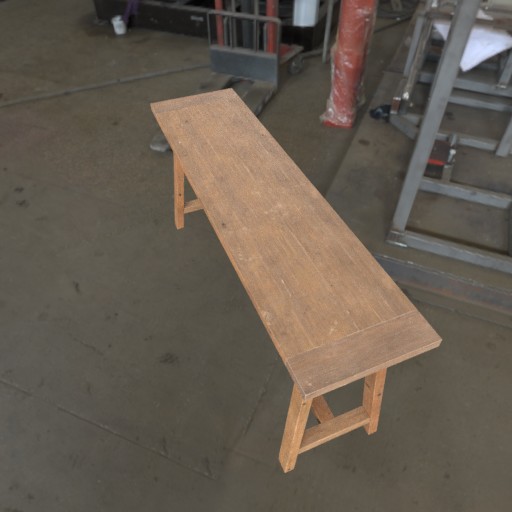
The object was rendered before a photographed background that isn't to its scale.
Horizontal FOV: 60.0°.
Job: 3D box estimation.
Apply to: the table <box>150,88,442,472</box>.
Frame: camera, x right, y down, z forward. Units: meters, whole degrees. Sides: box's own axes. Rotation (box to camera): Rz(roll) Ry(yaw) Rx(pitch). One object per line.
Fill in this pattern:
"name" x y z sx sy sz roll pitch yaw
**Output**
"table" 0.000 0.000 2.144 0.465 0.810 1.800 -17 48 -16
